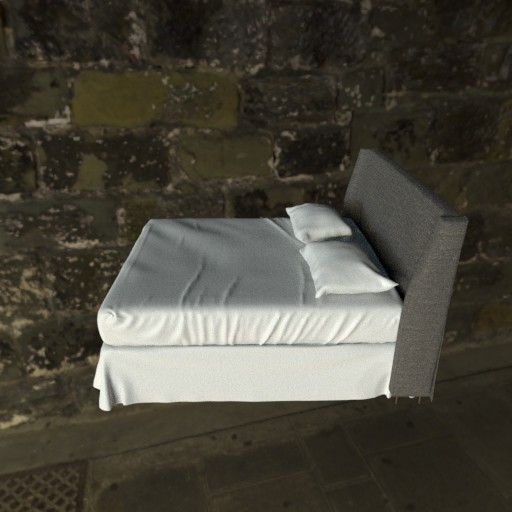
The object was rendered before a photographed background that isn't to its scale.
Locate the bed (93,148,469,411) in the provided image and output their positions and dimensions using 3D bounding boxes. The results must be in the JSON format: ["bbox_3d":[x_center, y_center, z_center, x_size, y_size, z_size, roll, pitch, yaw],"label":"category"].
[{"bbox_3d":[0.000,0.000,3.478,2.276,1.332,1.925,0,25,-1],"label":"bed"}]
